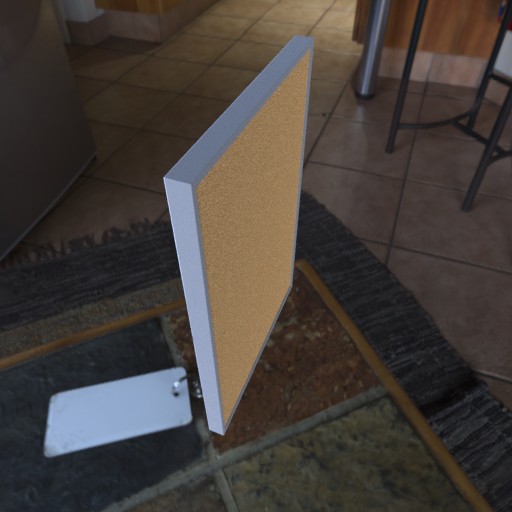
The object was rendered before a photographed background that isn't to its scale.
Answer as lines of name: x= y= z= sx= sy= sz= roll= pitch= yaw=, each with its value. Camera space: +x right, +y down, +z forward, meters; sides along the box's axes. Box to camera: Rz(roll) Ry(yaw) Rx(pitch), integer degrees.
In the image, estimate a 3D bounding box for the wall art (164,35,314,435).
wall art: x=0.000 y=0.000 z=0.977 sx=0.039 sy=0.753 sz=0.511 roll=16 pitch=48 yaw=15
